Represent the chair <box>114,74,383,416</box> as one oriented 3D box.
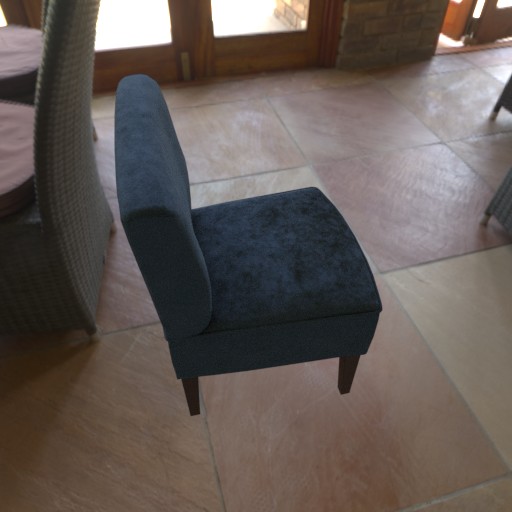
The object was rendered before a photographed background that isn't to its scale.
[{"bbox_3d":[0.000,0.000,1.161,0.551,0.806,0.521,-9,46,-9],"label":"chair"}]
